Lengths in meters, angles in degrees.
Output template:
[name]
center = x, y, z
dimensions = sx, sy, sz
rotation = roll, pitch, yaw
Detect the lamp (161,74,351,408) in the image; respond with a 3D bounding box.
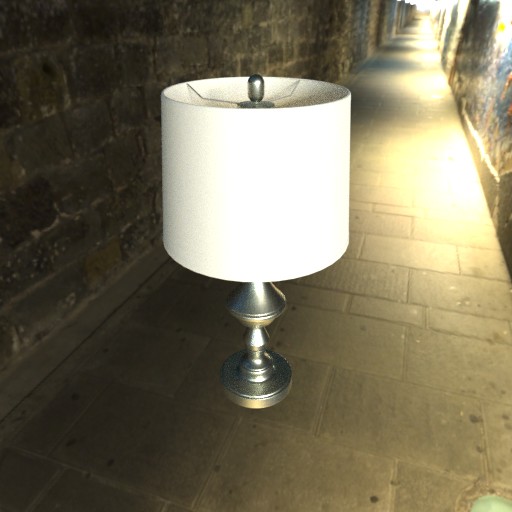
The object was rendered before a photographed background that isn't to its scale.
[lamp]
center = 0.000, 0.000, 0.957
dimensions = 0.383, 0.733, 0.383
rotation = 0, 30, 0
